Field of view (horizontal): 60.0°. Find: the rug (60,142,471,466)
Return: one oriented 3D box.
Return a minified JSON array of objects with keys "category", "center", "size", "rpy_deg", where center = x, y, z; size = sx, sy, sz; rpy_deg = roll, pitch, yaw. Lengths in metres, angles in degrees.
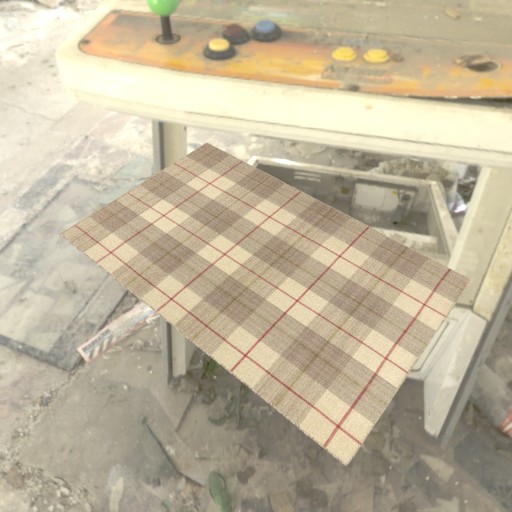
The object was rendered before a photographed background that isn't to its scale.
[{"category":"rug","center":[0.000,0.000,3.082],"size":[2.464,0.010,1.549],"rpy_deg":[32,55,26]}]
